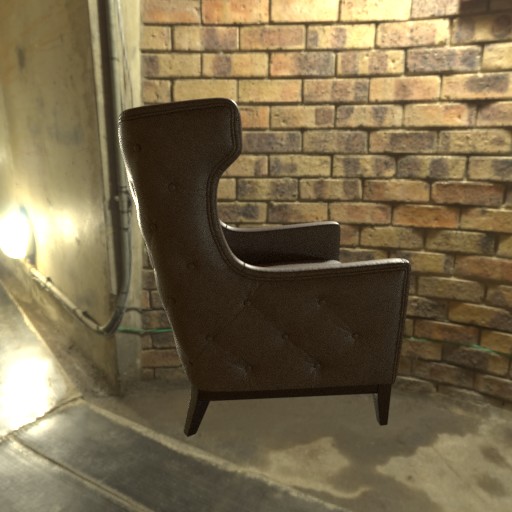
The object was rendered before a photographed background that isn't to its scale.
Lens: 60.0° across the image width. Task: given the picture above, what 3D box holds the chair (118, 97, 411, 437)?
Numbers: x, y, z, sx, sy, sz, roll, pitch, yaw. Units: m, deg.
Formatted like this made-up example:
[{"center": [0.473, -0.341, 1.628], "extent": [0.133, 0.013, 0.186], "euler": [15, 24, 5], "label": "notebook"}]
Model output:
[{"center": [0.000, 0.000, 1.681], "extent": [0.899, 1.079, 0.769], "euler": [-2, 15, -8], "label": "chair"}]
